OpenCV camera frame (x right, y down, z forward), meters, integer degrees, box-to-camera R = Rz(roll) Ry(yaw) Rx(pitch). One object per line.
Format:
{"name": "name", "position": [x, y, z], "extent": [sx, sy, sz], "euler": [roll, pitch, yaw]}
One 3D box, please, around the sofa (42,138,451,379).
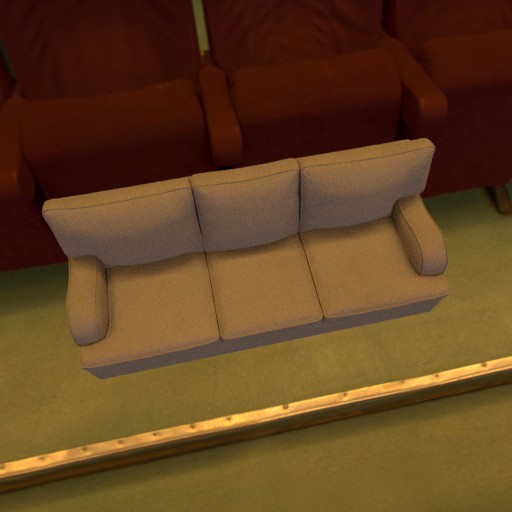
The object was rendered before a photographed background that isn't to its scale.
{"name": "sofa", "position": [0.000, 0.000, 2.841], "extent": [2.323, 0.991, 1.016], "euler": [-11, 65, -5]}
